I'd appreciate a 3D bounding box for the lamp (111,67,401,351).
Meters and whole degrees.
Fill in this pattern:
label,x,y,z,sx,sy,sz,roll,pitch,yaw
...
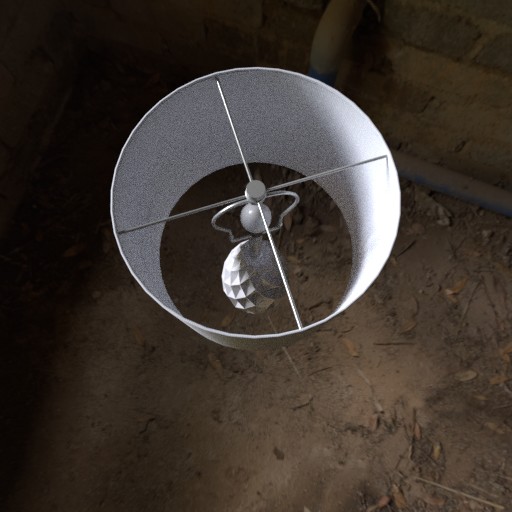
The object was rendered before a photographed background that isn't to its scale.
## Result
label,x,y,z,sx,sy,sz,roll,pitch,yaw
lamp,0.000,0.000,0.701,0.297,0.522,0.297,0,75,0
